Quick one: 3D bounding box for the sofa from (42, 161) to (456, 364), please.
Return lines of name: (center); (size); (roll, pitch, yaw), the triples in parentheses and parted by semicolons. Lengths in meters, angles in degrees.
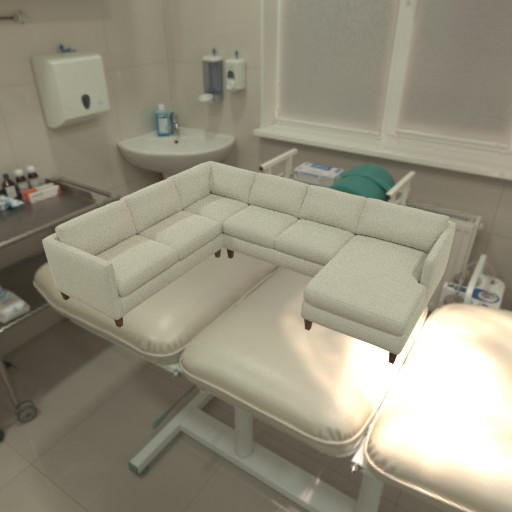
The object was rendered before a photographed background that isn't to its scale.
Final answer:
sofa: (0.000, 0.000, 4.453); (3.238, 0.853, 2.551); (18, 35, 28)
